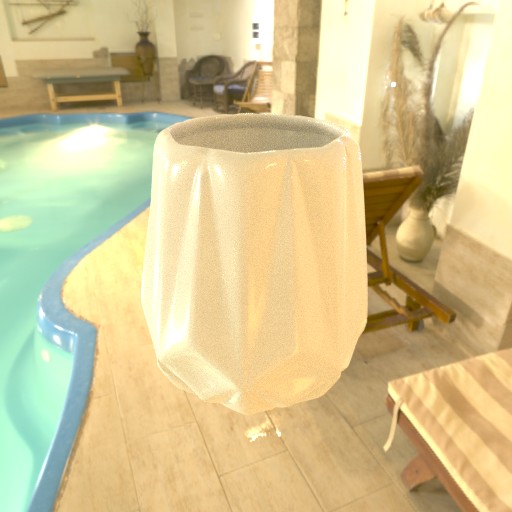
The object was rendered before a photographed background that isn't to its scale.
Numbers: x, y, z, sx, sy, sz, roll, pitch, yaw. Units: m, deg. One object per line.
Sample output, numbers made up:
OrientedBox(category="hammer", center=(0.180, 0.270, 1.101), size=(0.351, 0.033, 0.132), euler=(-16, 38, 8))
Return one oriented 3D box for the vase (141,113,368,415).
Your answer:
OrientedBox(category="vase", center=(0.000, 0.000, 0.269), size=(0.141, 0.152, 0.141), euler=(0, 28, 0))
